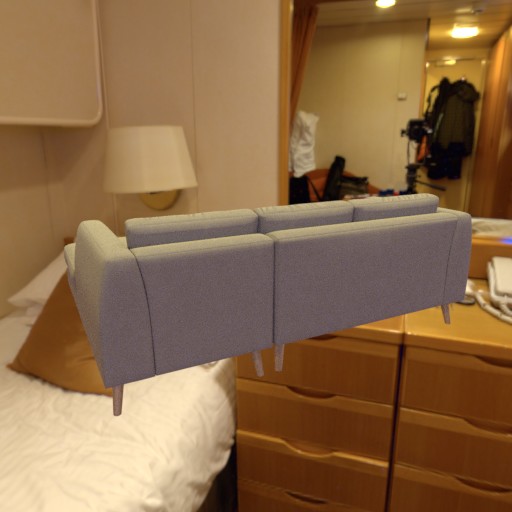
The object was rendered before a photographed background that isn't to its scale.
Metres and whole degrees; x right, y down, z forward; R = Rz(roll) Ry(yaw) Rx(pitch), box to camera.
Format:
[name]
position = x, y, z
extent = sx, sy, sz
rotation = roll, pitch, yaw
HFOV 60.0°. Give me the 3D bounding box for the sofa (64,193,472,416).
[sofa]
position = 0.000, 0.000, 2.999
extent = 2.300, 0.860, 1.580
rotation = -8, 17, -26
